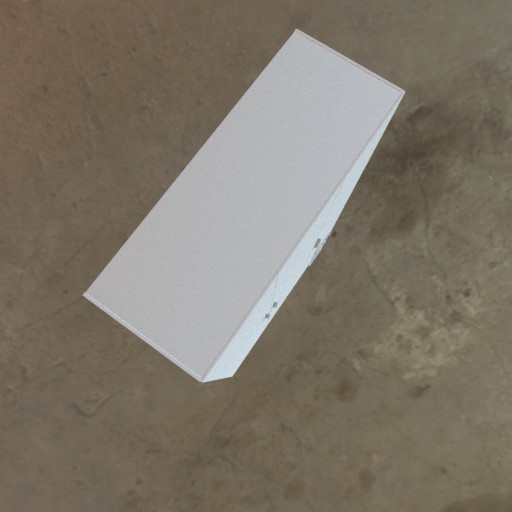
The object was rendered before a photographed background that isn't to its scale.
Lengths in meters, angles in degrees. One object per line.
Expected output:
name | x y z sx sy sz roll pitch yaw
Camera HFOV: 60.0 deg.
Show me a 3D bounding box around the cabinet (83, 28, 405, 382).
cabinet | 0.000 0.000 2.496 0.510 1.910 1.290 34 78 8
